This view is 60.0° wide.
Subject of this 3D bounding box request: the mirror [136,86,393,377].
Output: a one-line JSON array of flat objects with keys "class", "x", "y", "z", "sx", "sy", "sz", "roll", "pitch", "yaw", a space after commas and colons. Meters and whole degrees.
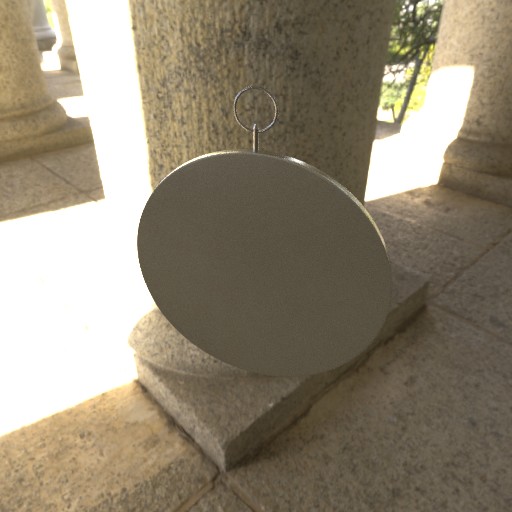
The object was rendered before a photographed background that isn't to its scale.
[{"class": "mirror", "x": 0.000, "y": 0.000, "z": 0.977, "sx": 0.594, "sy": 0.713, "sz": 0.020, "roll": 9, "pitch": 34, "yaw": 14}]
